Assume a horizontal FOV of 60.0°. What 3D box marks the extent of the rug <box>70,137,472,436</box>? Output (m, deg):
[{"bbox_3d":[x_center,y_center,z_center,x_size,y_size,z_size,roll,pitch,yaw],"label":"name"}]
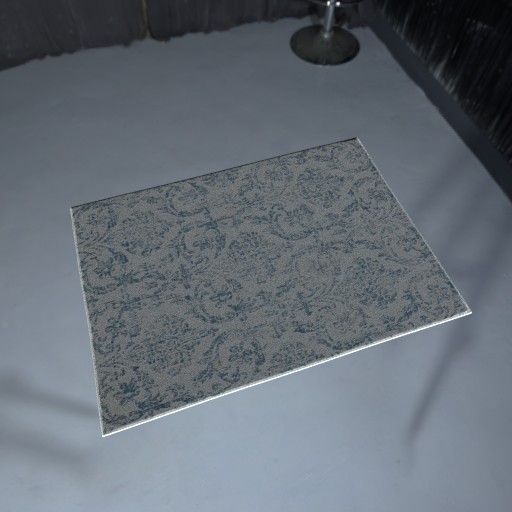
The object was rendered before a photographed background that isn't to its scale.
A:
[{"bbox_3d":[0.000,0.000,2.870,2.197,0.014,1.586,-16,59,-10],"label":"rug"}]
